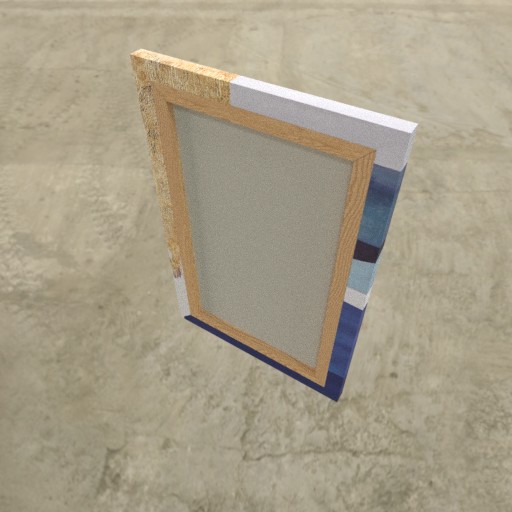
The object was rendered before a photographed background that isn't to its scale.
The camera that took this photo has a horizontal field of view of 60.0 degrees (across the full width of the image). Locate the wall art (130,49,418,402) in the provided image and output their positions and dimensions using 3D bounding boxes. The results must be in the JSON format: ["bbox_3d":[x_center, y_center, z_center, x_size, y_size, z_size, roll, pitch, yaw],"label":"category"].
[{"bbox_3d":[0.000,0.000,1.154,0.607,0.911,0.039,24,50,22],"label":"wall art"}]
